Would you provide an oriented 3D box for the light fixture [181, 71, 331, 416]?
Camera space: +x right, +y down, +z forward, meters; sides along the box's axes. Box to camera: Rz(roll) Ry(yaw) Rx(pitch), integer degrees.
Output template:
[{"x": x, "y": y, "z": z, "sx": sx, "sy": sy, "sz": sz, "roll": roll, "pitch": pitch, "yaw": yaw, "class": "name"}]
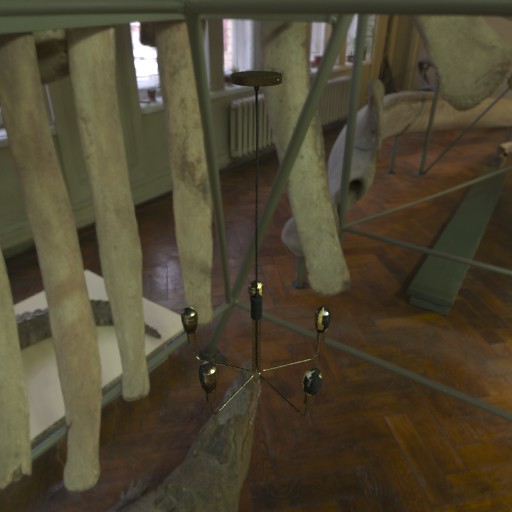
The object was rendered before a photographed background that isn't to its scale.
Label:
[{"x": 0.000, "y": 0.000, "z": 1.393, "sx": 0.588, "sy": 1.059, "sz": 0.532, "roll": 19, "pitch": 35, "yaw": 30, "class": "light fixture"}]
